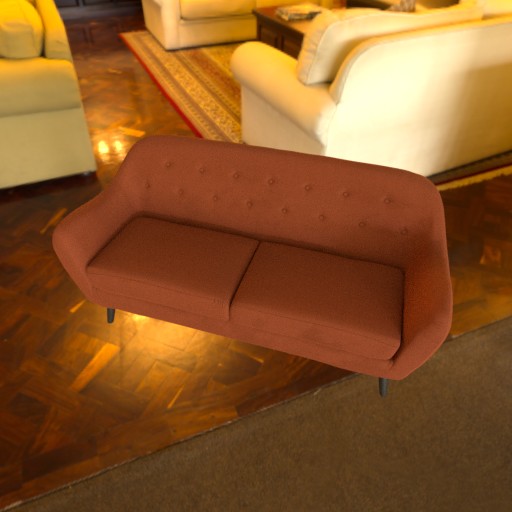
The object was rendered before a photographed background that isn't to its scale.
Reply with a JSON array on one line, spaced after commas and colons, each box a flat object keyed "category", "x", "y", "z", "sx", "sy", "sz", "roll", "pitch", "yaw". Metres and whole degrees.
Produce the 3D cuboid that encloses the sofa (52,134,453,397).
[{"category": "sofa", "x": 0.000, "y": 0.000, "z": 2.298, "sx": 1.840, "sy": 0.836, "sz": 0.820, "roll": 12, "pitch": 42, "yaw": 13}]
